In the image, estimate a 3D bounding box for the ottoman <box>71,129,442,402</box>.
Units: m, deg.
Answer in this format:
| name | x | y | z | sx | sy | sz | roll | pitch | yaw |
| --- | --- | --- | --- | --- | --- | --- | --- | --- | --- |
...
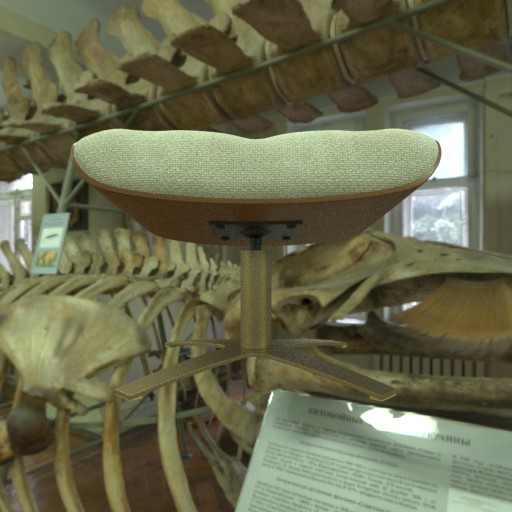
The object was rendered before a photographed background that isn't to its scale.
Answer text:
| name | x | y | z | sx | sy | sz | roll | pitch | yaw |
| --- | --- | --- | --- | --- | --- | --- | --- | --- | --- |
| ottoman | 0.000 | 0.000 | 0.789 | 0.520 | 0.391 | 0.394 | 0 | 0 | 0 |
